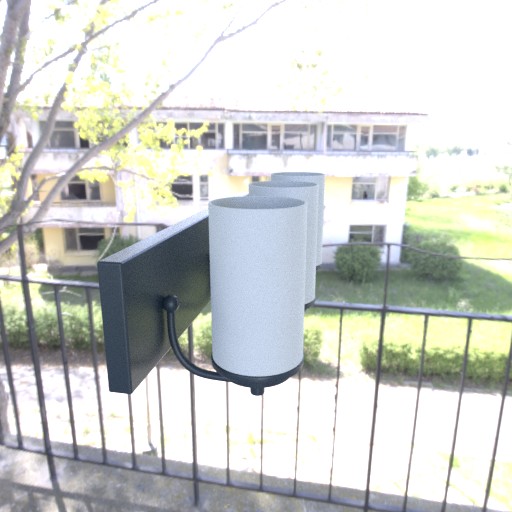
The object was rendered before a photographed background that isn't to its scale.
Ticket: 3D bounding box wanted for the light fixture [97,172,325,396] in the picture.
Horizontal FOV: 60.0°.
[{"bbox_3d":[0.000,0.000,0.530,0.145,0.172,0.451,3,15,11],"label":"light fixture"}]
